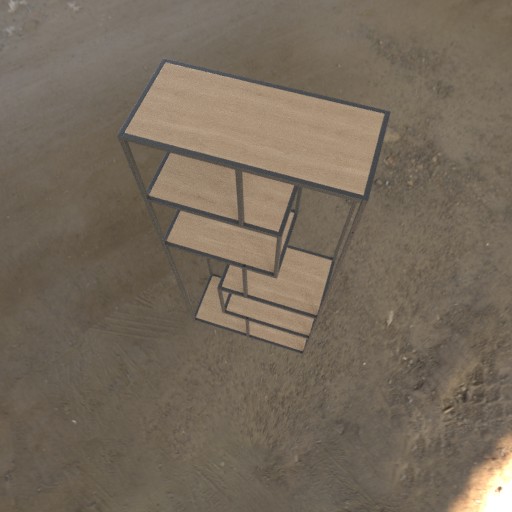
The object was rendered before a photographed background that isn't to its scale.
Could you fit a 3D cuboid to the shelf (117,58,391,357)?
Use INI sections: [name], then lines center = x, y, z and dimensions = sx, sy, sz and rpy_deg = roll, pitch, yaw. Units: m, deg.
[shelf]
center = 0.000, 0.000, 2.187
dimensions = 0.770, 1.850, 0.350
rpy_deg = 16, 65, 8
